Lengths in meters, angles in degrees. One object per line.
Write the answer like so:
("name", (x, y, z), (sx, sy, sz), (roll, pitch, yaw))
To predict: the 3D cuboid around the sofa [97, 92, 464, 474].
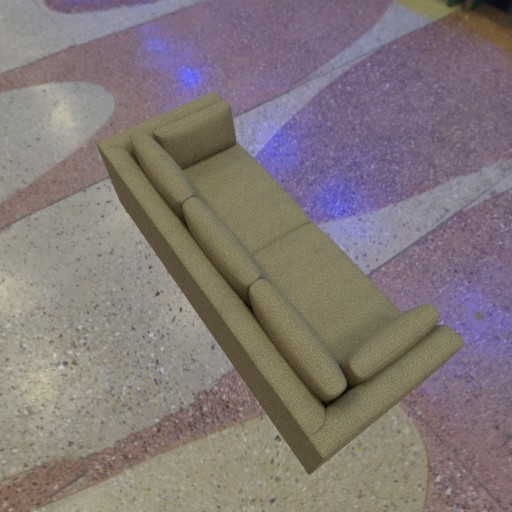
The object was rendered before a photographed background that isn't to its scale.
("sofa", (0.000, 0.000, 2.903), (0.969, 0.867, 2.415), (-31, 63, -18))
